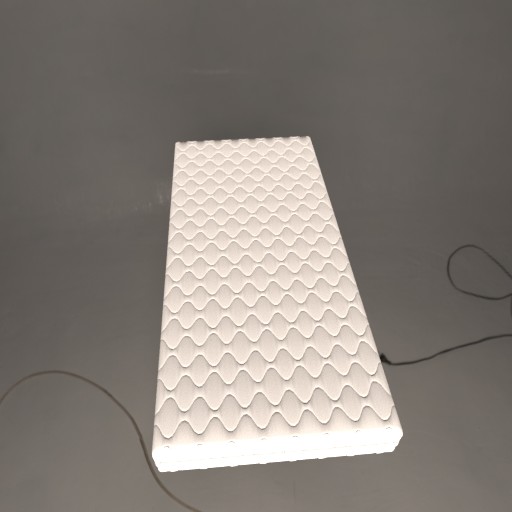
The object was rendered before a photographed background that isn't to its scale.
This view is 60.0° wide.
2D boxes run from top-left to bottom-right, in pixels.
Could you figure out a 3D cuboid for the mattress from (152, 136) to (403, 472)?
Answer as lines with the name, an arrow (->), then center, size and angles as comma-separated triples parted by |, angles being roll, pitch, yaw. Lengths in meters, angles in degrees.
mattress -> 0.000, 0.000, 2.297 | 0.900, 0.200, 2.000 | -3, 46, -3
